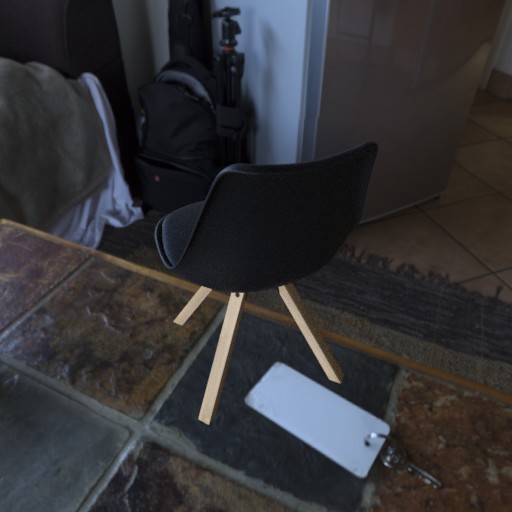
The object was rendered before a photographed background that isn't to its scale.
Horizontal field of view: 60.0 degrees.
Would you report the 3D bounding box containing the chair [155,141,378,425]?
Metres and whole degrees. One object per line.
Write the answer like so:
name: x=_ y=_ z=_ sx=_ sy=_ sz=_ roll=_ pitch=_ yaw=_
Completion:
chair: x=0.000 y=0.000 z=1.160 sx=0.485 sy=0.850 sz=0.549 roll=-13 pitch=43 yaw=-14
